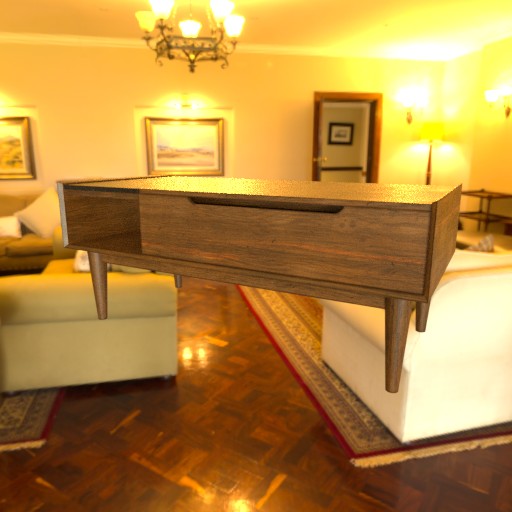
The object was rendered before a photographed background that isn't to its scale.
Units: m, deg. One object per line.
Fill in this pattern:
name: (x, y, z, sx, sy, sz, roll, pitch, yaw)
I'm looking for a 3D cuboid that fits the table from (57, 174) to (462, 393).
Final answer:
table: (0.000, 0.000, 1.549, 1.221, 0.508, 0.610, 7, 15, 28)
